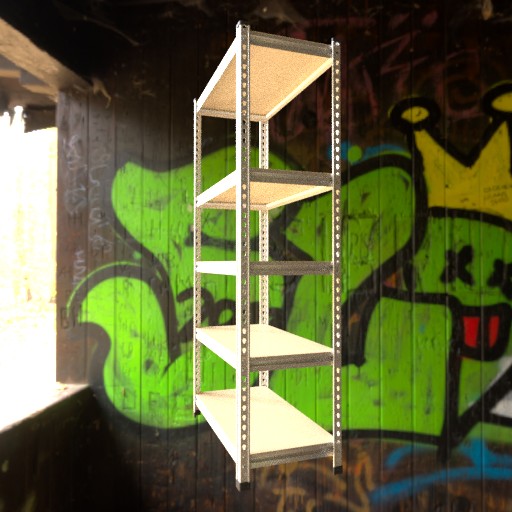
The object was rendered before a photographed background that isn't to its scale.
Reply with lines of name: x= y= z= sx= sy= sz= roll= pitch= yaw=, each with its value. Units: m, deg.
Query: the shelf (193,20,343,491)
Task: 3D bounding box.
shelf: x=0.000 y=0.000 z=2.223 sx=0.457 sy=1.829 sz=0.914 roll=0 pitch=-1 yaw=-19
